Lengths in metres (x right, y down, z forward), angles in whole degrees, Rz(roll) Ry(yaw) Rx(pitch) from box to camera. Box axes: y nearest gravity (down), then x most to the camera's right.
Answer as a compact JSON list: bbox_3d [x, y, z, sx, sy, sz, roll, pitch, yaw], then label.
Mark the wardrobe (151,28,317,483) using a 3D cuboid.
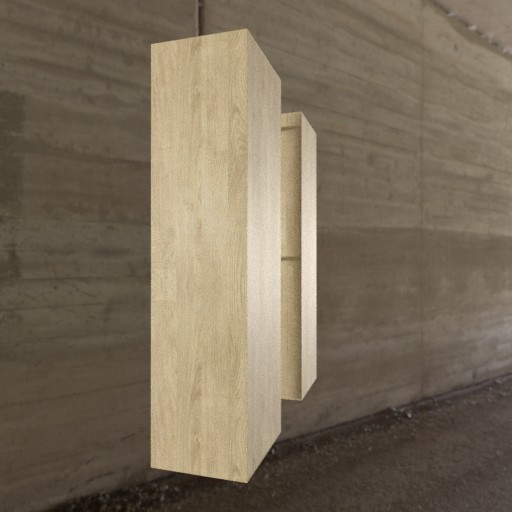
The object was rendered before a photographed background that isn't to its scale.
[{"bbox_3d":[0.000,0.000,2.866,0.480,2.000,1.770,0,0,18],"label":"wardrobe"}]
